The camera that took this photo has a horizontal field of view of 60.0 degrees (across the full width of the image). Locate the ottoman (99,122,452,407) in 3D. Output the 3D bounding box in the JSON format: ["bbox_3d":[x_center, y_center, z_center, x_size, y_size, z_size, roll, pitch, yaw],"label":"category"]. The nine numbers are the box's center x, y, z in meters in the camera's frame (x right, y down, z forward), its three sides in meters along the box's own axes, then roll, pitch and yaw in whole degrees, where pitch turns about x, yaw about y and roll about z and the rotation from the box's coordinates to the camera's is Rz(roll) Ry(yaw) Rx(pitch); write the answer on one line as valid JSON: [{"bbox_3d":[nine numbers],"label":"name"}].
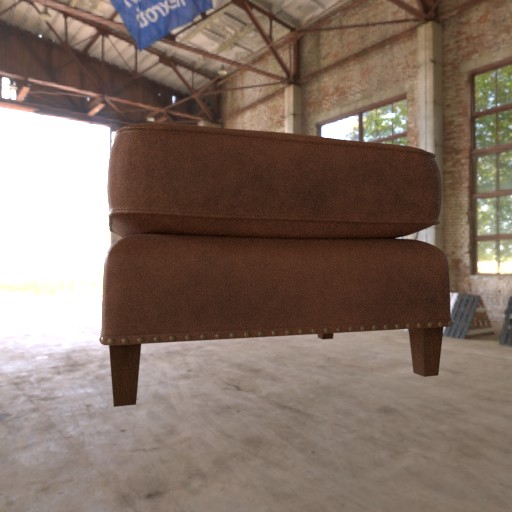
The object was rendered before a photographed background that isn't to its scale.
[{"bbox_3d":[0.000,0.000,1.127,0.738,0.537,0.589,0,-1,-18],"label":"ottoman"}]
